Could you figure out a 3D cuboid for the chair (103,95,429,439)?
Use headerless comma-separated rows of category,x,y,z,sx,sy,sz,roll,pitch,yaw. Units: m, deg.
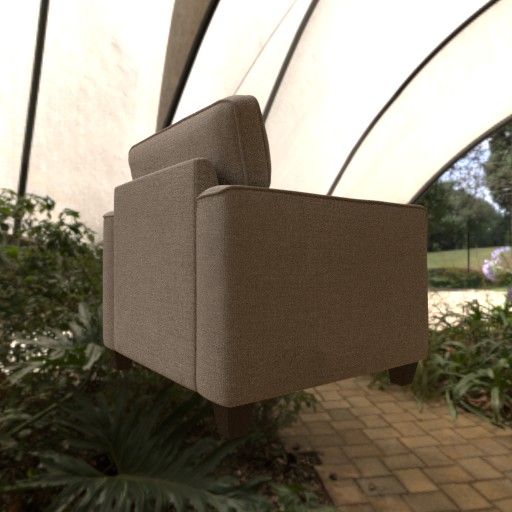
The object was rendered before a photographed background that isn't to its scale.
chair,0.000,0.000,1.788,0.939,0.965,1.015,0,0,-37
